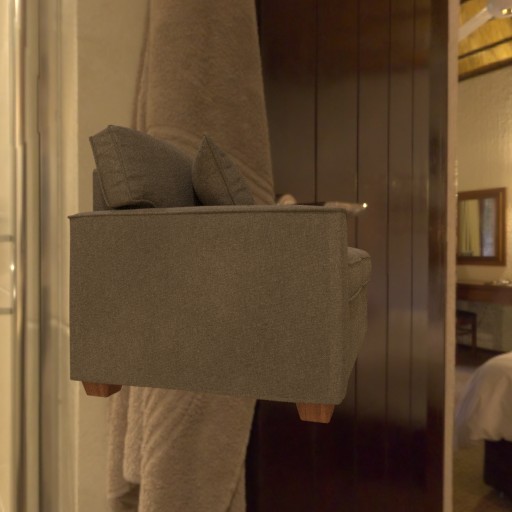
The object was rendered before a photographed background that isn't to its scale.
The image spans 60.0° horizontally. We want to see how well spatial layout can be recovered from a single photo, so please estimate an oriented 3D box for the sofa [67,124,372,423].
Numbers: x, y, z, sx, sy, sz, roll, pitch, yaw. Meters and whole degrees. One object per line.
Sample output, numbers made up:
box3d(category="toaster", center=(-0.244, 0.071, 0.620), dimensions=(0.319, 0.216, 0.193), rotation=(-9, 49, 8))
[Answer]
box3d(category="sofa", center=(0.000, 0.000, 2.074), dimensions=(0.991, 0.989, 1.388), rotation=(0, 1, 17))
